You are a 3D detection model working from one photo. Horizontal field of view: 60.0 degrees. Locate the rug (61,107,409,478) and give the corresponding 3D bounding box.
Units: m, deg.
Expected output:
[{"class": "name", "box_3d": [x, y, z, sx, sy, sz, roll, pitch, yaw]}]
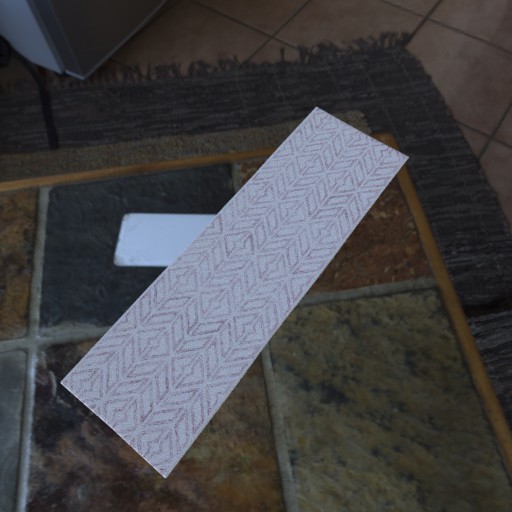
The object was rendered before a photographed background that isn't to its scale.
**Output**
[{"class": "rug", "box_3d": [0.000, 0.000, 2.668, 0.750, 0.009, 2.435, 34, 69, 15]}]
